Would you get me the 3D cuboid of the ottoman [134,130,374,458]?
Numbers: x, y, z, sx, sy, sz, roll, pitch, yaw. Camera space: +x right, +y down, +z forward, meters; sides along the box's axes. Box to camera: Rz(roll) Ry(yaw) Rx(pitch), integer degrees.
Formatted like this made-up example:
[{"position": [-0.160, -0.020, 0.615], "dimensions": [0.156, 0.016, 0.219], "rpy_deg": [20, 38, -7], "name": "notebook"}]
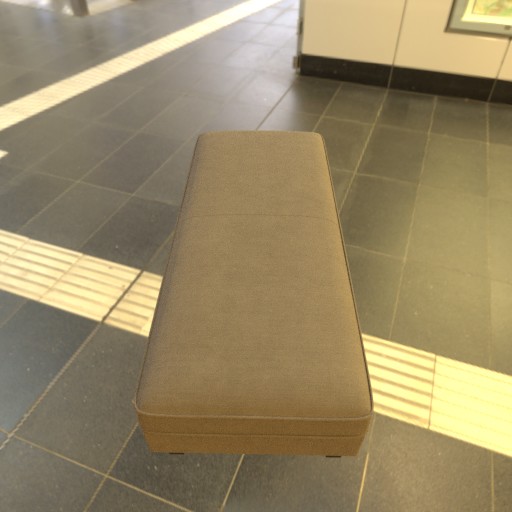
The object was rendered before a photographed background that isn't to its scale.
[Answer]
[{"position": [0.000, 0.000, 2.032], "dimensions": [0.751, 0.470, 1.764], "rpy_deg": [1, 43, 1], "name": "ottoman"}]
